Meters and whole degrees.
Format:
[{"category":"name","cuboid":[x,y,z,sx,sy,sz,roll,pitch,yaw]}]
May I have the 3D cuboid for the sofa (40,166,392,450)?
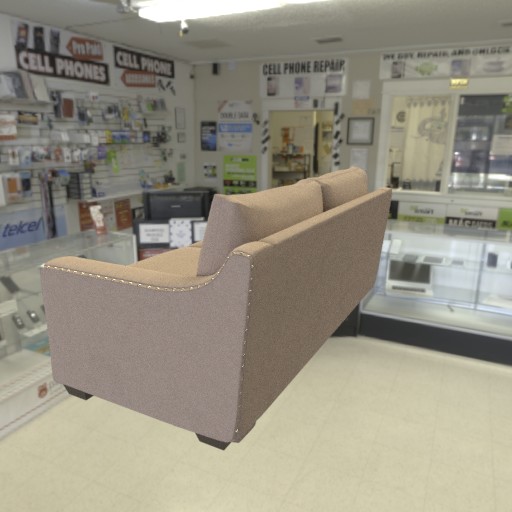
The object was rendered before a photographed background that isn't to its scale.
[{"category":"sofa","cuboid":[0.000,0.000,2.442,1.030,0.901,1.967,8,17,27]}]
